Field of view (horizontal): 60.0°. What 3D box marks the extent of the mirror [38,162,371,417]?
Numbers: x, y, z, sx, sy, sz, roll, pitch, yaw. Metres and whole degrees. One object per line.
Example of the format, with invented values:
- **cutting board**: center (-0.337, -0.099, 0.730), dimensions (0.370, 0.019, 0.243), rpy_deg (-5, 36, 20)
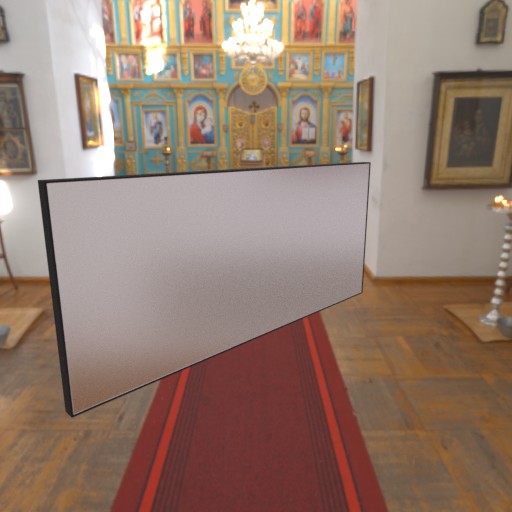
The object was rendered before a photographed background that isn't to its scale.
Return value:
- **mirror**: center (0.000, 0.000, 1.779), dimensions (0.047, 0.692, 1.584), rpy_deg (14, 20, 43)
